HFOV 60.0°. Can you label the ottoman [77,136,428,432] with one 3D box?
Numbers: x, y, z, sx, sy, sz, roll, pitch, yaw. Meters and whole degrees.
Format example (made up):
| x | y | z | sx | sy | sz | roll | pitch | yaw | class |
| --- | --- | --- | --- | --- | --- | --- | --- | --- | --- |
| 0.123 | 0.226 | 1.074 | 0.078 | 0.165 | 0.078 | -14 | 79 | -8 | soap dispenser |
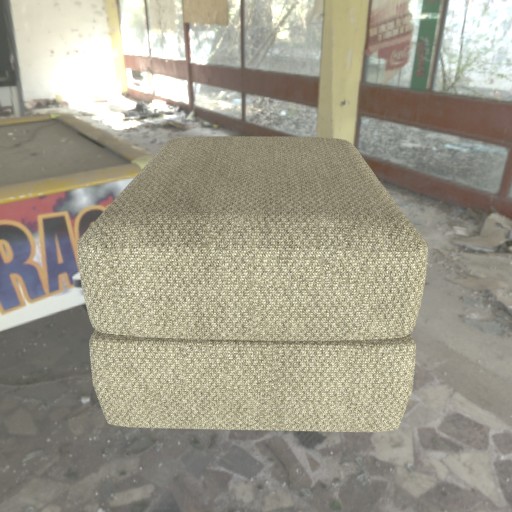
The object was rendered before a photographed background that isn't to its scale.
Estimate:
| x | y | z | sx | sy | sz | roll | pitch | yaw | class |
| --- | --- | --- | --- | --- | --- | --- | --- | --- | --- |
| 0.000 | 0.000 | 1.102 | 0.603 | 0.476 | 0.751 | 1 | 27 | 1 | ottoman |
